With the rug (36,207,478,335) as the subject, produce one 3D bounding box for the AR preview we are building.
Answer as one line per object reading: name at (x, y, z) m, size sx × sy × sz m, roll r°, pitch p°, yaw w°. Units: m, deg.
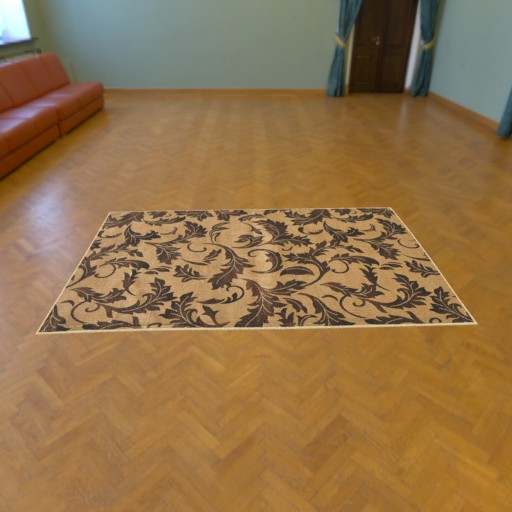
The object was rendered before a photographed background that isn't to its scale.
rug at (0.000, 0.000, 2.929) m, size 2.284 × 0.008 × 1.522 m, roll -1°, pitch 30°, yaw -2°
